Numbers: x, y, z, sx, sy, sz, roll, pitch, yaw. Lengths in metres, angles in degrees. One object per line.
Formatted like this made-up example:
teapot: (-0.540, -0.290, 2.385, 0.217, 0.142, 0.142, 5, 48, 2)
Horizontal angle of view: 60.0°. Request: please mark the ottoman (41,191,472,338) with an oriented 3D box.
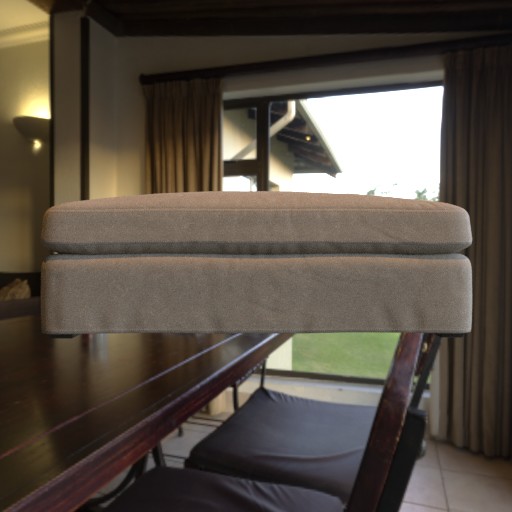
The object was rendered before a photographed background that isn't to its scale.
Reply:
ottoman: (0.000, 0.000, 1.587, 1.199, 0.429, 0.840, 0, 1, -1)
